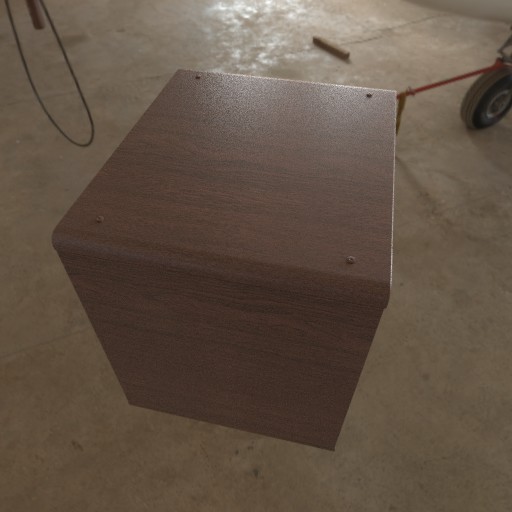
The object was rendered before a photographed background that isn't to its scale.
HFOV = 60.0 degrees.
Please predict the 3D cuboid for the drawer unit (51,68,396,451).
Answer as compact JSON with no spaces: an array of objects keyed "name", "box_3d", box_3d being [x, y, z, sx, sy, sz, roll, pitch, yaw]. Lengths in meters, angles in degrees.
[{"name":"drawer unit","box_3d":[0.000,0.000,0.599,0.290,0.344,0.344,9,48,9]}]
